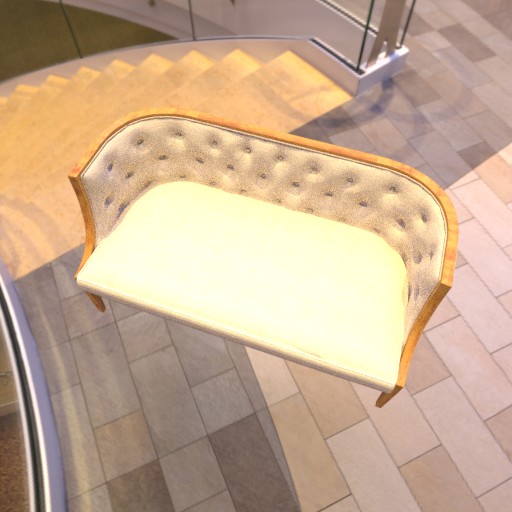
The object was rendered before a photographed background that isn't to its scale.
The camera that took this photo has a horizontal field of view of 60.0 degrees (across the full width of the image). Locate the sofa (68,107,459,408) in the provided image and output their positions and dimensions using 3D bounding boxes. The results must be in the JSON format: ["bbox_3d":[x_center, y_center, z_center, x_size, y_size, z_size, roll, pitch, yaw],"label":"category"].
[{"bbox_3d":[0.000,0.000,1.962,1.474,0.775,0.770,17,60,10],"label":"sofa"}]
